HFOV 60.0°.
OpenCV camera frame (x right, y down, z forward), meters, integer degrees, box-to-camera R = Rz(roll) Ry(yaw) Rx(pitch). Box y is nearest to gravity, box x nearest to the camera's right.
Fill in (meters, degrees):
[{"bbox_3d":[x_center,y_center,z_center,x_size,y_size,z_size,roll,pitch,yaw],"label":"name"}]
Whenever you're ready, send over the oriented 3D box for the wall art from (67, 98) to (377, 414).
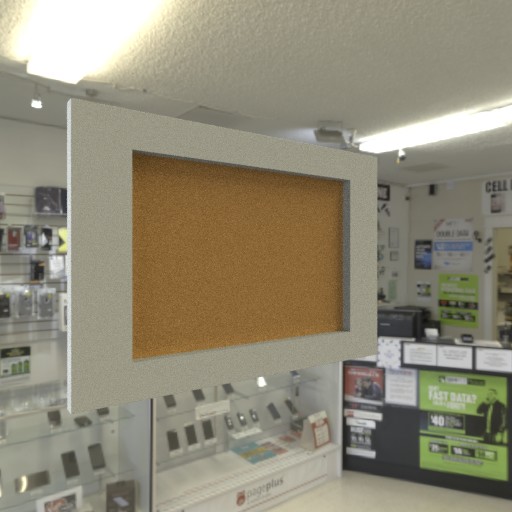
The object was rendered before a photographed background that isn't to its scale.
[{"bbox_3d":[0.000,0.000,1.138,0.906,0.617,0.033,0,0,-35],"label":"wall art"}]
